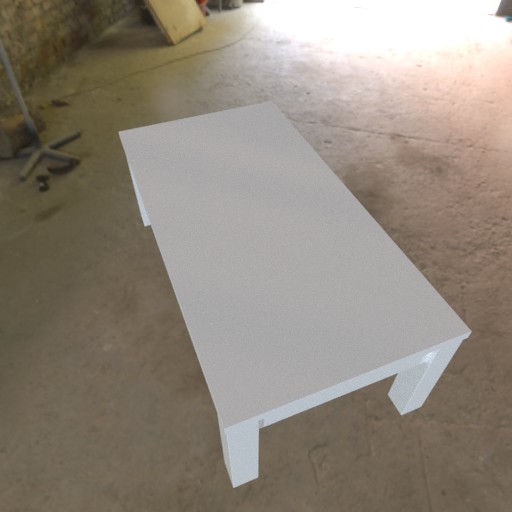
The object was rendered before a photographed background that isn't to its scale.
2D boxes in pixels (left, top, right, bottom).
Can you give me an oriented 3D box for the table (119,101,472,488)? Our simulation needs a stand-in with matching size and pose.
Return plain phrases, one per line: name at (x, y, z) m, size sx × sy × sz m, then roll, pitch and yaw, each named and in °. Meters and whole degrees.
table at (0.000, 0.000, 1.694) m, size 0.700 × 0.470 × 1.350 m, roll -16°, pitch 49°, yaw -15°
